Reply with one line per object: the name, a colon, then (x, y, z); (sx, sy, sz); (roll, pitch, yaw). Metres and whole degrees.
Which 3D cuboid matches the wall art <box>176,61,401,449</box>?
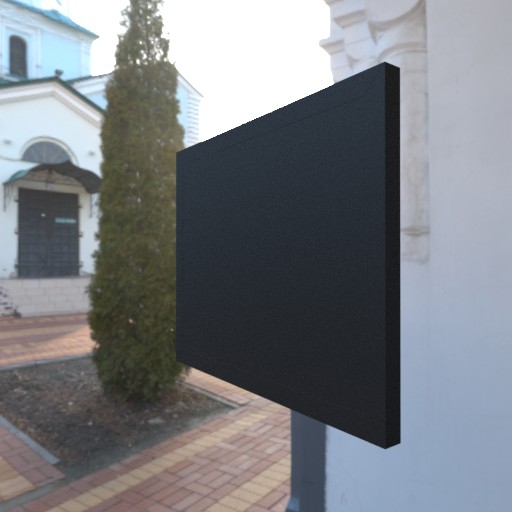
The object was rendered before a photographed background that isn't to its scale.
wall art: (0.000, 0.000, 0.756); (0.029, 0.457, 0.558); (0, 0, -36)
